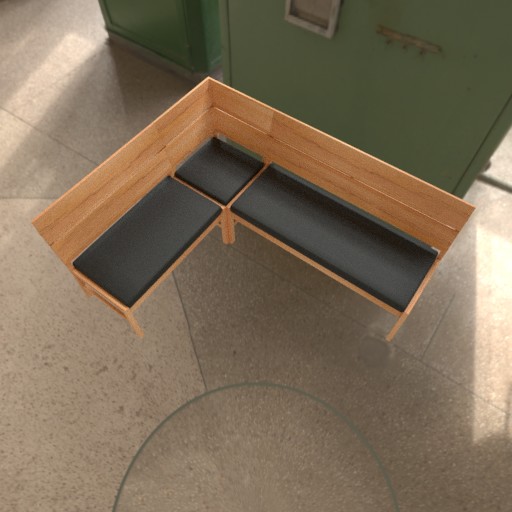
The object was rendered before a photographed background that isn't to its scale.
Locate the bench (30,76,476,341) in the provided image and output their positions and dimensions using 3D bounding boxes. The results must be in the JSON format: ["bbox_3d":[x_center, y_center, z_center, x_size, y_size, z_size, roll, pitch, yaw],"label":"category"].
[{"bbox_3d":[0.000,0.000,2.840,1.948,0.890,1.548,32,63,18],"label":"bench"}]
